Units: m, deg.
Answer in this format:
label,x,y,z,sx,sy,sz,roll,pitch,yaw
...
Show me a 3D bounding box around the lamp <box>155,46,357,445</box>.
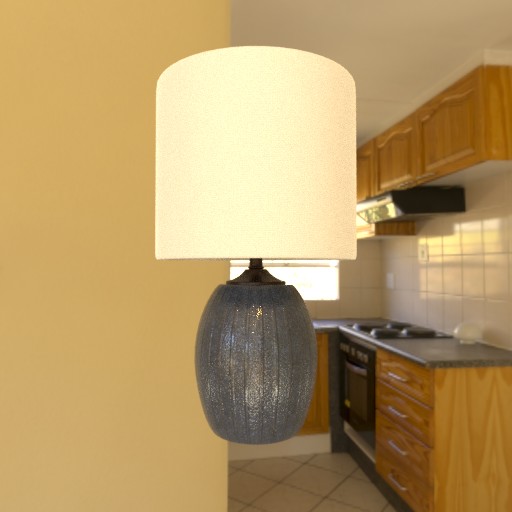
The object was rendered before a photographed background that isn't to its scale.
label,x,y,z,sx,sy,sz,roll,pitch,yaw
lamp,0.000,0.000,0.742,0.329,0.570,0.329,0,-1,-19
